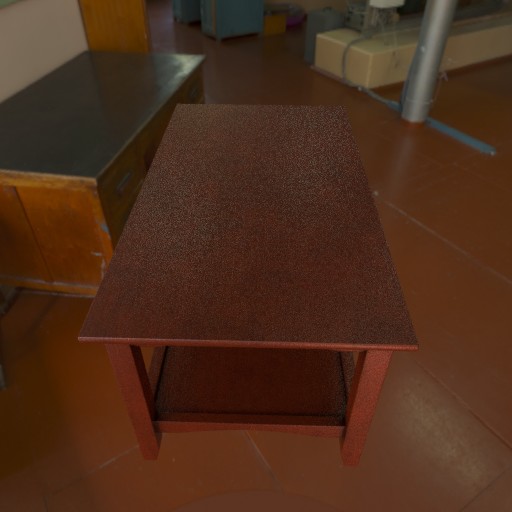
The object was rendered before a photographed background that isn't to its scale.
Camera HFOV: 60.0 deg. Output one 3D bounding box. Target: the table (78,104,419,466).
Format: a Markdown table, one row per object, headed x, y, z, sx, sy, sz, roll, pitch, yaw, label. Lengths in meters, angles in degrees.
| x | y | z | sx | sy | sz | roll | pitch | yaw | label |
| --- | --- | --- | --- | --- | --- | --- | --- | --- | --- |
| 0.000 | 0.000 | 1.193 | 0.533 | 0.456 | 0.943 | 1 | 41 | 1 | table |
